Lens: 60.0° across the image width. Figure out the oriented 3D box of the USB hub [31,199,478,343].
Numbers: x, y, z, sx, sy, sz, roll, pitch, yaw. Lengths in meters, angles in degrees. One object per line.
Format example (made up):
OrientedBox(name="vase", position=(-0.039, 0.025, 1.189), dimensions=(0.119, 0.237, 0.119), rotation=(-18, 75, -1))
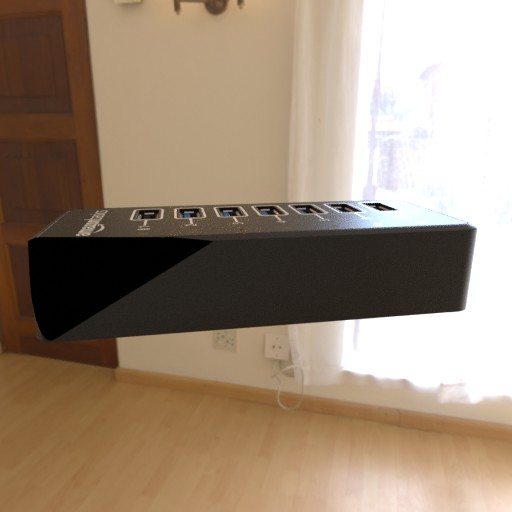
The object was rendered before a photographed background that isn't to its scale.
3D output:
OrientedBox(name="USB hub", position=(0.000, 0.000, 0.126), dimensions=(0.110, 0.023, 0.044), rotation=(-3, 17, -10))
